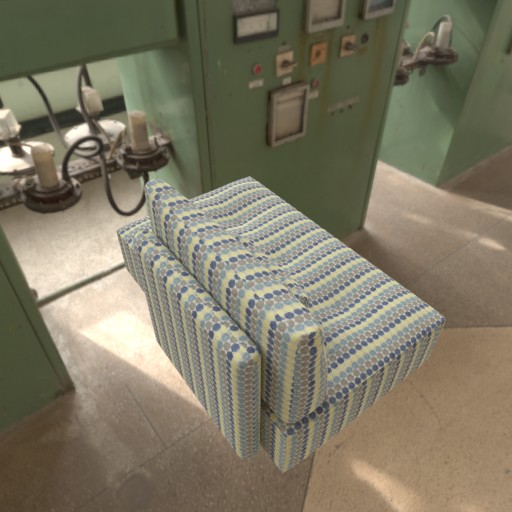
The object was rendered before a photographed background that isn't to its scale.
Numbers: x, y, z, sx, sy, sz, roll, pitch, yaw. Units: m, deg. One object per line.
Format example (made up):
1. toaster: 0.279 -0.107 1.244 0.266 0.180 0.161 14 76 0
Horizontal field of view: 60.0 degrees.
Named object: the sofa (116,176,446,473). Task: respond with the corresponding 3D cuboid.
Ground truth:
1. sofa: 0.000 0.000 2.027 1.000 0.820 1.450 -26 48 -26
